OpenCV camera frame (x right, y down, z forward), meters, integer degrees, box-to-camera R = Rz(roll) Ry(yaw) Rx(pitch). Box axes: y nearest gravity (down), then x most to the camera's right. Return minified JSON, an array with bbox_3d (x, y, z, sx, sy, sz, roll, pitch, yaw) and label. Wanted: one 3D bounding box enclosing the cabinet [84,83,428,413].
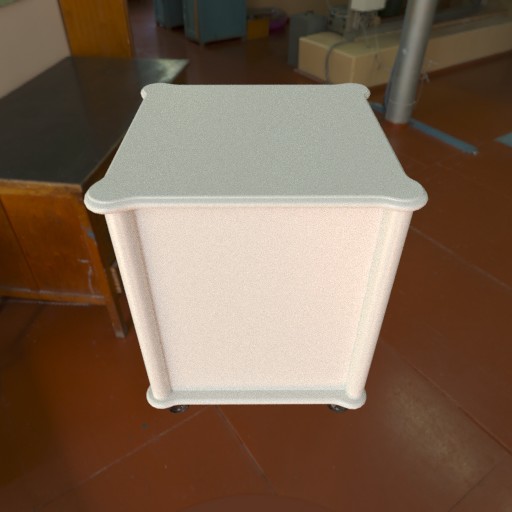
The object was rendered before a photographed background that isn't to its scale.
[{"bbox_3d":[0.000,0.000,1.253,0.627,0.761,0.628,0,40,0],"label":"cabinet"}]
